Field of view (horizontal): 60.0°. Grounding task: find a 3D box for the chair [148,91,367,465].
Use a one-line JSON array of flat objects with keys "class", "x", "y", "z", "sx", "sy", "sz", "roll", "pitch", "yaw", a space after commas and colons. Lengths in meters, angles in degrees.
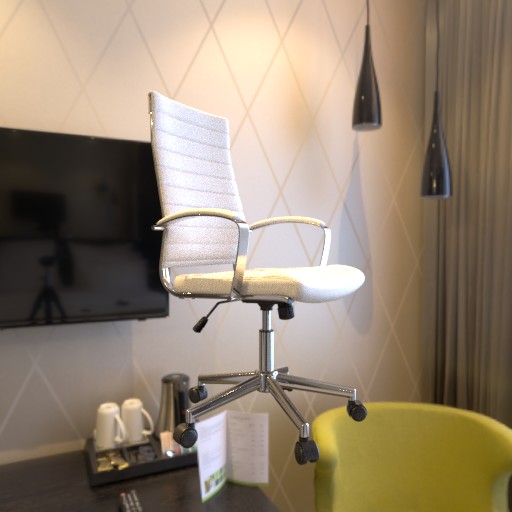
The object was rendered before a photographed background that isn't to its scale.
[{"class": "chair", "x": 0.000, "y": 0.000, "z": 1.560, "sx": 0.679, "sy": 1.149, "sz": 0.679, "roll": 1, "pitch": 2, "yaw": 34}]
